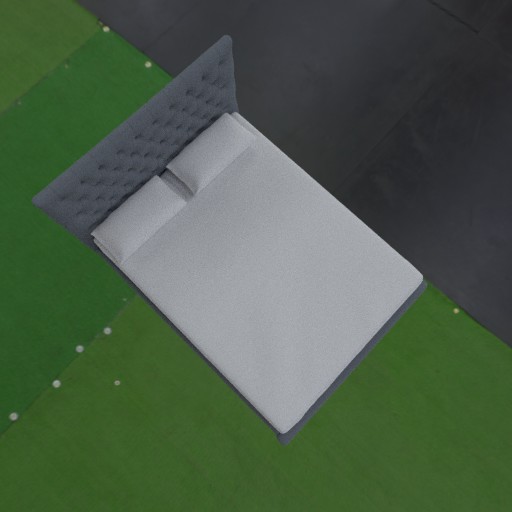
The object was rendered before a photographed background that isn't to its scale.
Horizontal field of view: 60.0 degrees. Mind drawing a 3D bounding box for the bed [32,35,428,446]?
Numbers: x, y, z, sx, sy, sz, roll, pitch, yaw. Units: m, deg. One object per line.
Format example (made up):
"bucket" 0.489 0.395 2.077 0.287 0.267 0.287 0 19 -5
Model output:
"bed" 0.000 0.000 3.321 2.231 1.427 1.698 43 80 10
